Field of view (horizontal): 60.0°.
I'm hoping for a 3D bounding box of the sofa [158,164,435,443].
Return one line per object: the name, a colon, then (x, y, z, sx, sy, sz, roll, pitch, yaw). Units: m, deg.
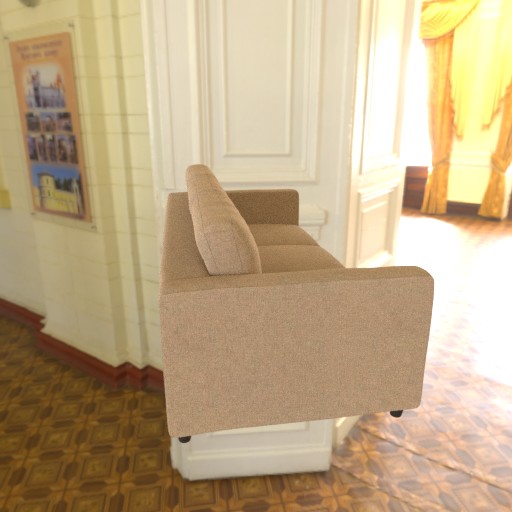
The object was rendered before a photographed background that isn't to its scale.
sofa: (0.000, 0.000, 2.329, 0.930, 0.800, 1.855, -3, 18, -9)
